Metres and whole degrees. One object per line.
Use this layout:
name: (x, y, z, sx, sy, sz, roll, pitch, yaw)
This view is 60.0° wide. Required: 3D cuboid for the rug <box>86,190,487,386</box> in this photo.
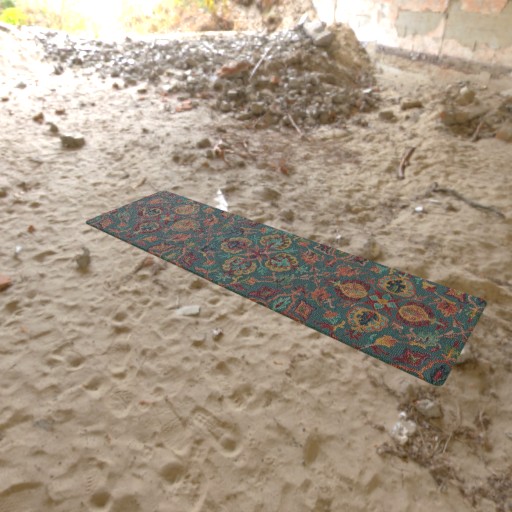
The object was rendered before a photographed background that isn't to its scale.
rug: (0.000, 0.000, 2.493, 2.286, 0.013, 0.686, 22, 37, 32)
